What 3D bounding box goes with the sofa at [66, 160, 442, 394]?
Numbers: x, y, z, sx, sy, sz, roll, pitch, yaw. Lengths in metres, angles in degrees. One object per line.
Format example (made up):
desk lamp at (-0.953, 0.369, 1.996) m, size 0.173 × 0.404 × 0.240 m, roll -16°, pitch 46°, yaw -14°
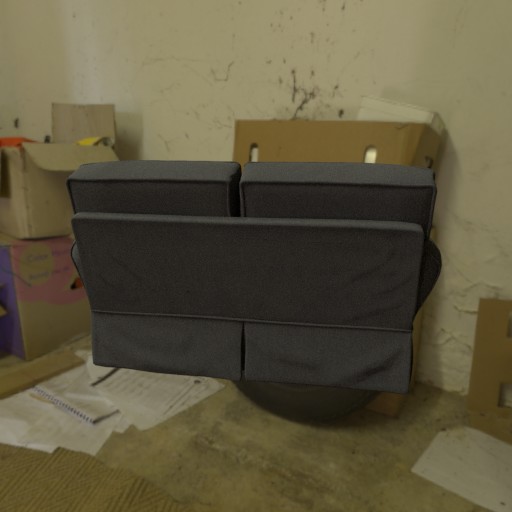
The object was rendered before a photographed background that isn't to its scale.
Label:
sofa at (0.000, 0.000, 2.442) m, size 1.801 × 1.059 × 0.997 m, roll 3°, pitch 16°, yaw 9°
